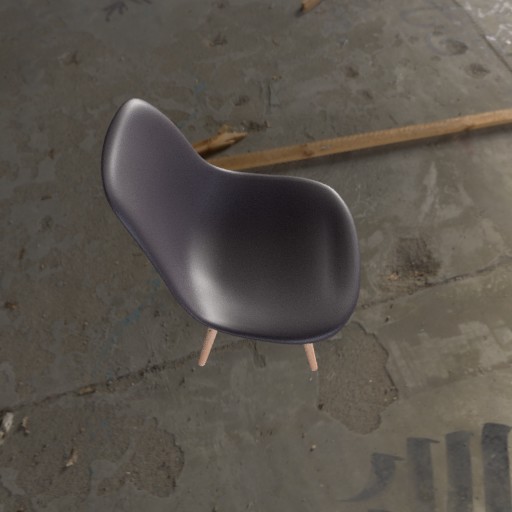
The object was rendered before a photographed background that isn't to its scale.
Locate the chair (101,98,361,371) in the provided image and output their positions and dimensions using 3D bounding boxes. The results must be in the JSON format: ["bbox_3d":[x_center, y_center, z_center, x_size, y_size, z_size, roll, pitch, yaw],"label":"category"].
[{"bbox_3d":[0.000,0.000,1.135,0.533,0.825,0.470,3,62,1],"label":"chair"}]
